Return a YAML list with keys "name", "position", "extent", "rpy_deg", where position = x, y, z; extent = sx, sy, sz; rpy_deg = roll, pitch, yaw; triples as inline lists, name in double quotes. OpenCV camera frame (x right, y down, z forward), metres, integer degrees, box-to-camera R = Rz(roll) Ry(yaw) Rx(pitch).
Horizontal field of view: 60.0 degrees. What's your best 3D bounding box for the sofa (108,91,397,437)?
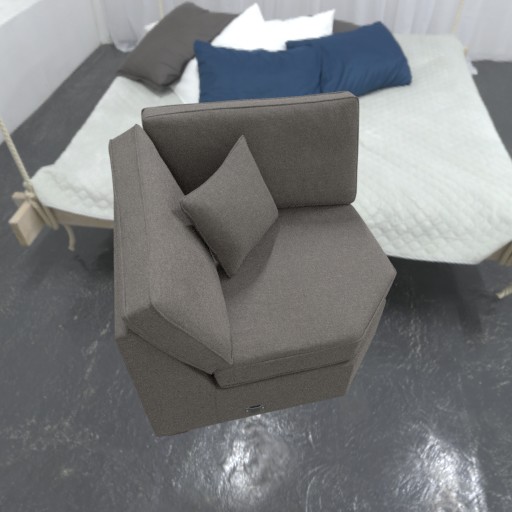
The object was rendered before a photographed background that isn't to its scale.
- name: "sofa"
  position: [0.000, 0.000, 1.834]
  extent: [1.042, 0.951, 1.050]
  rpy_deg: [-9, 47, -8]
